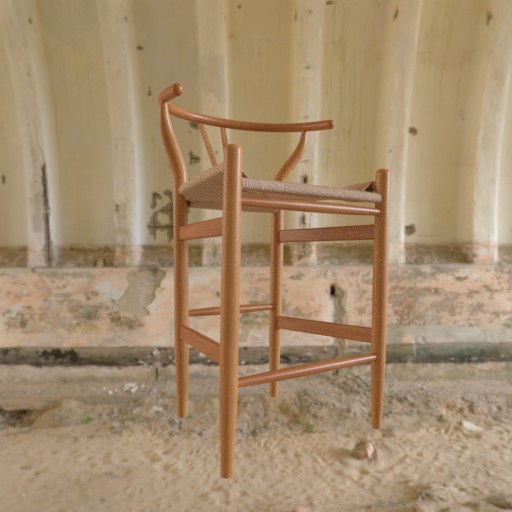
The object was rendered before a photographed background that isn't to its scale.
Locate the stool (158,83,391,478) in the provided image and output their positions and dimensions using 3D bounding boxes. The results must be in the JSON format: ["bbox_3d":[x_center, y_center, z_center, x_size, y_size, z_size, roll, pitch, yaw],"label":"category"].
[{"bbox_3d":[0.000,0.000,1.319,0.569,0.970,0.579,0,0,-34],"label":"stool"}]
